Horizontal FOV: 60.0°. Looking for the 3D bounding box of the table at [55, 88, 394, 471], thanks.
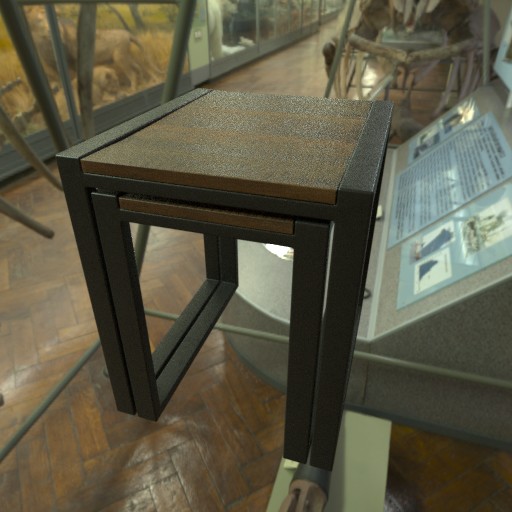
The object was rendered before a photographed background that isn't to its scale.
[{"bbox_3d":[0.000,0.000,0.923,0.449,0.550,0.500,9,33,15],"label":"table"}]
